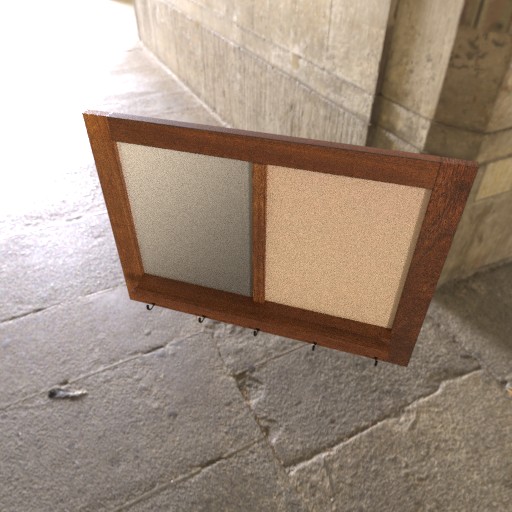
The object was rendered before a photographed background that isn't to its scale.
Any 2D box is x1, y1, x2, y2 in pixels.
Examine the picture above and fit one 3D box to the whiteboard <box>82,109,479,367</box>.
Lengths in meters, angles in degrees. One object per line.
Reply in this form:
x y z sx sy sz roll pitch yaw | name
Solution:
0.000 0.000 1.009 0.783 0.559 0.083 11 41 13 | whiteboard
